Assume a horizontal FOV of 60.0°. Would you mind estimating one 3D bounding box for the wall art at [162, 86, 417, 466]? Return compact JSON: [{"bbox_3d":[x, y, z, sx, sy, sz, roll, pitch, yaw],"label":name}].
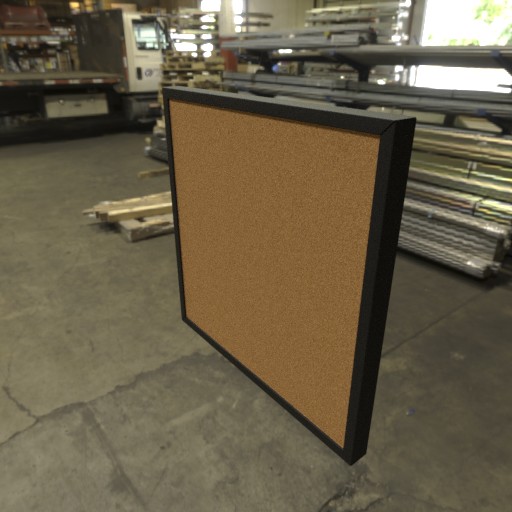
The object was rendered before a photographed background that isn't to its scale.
[{"bbox_3d":[0.000,0.000,0.752,0.037,0.508,0.508,-19,31,-34],"label":"wall art"}]
